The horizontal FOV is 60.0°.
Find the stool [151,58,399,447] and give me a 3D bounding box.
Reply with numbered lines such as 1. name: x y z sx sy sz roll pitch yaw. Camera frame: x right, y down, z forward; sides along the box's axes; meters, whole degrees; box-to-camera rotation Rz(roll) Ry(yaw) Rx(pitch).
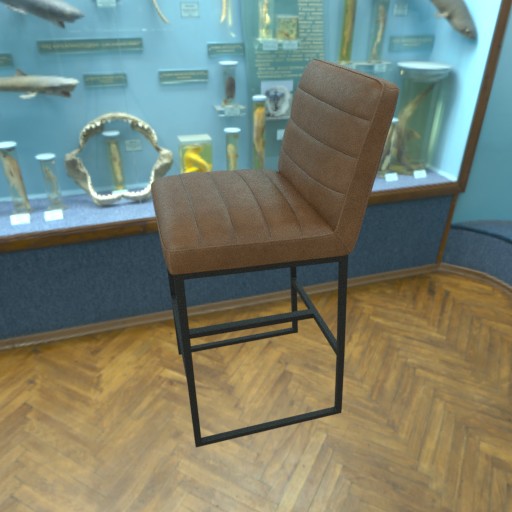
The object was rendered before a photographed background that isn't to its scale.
1. stool: 0.000 0.000 1.333 0.556 1.040 0.458 -8 32 -13
